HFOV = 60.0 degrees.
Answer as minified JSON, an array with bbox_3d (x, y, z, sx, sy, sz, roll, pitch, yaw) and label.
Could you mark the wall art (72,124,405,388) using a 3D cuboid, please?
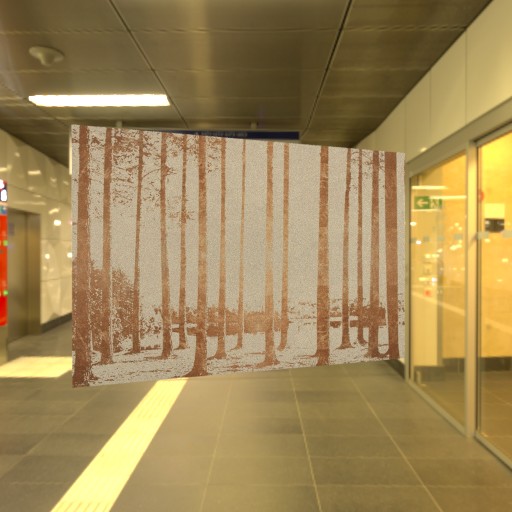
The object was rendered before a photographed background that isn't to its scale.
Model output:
[{"bbox_3d":[0.000,0.000,0.795,0.609,0.405,0.035,0,0,-19],"label":"wall art"}]
